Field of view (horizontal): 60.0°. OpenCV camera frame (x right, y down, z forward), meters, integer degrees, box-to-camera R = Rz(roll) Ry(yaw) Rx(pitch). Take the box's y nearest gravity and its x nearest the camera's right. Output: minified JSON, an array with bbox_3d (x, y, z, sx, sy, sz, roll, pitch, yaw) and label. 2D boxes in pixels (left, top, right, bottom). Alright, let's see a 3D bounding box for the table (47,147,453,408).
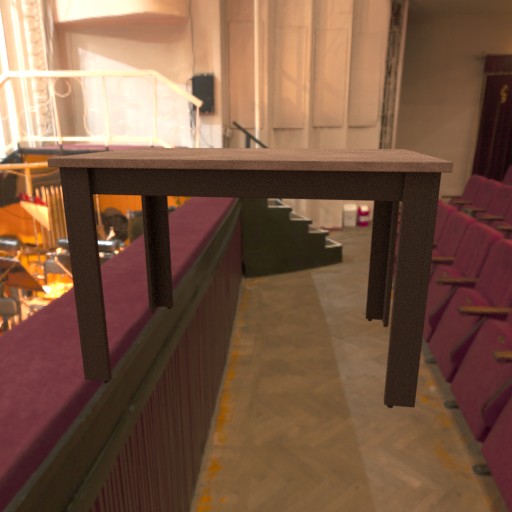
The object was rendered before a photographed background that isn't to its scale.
[{"bbox_3d":[0.000,0.000,1.617,1.100,0.734,0.700,2,16,8],"label":"table"}]
